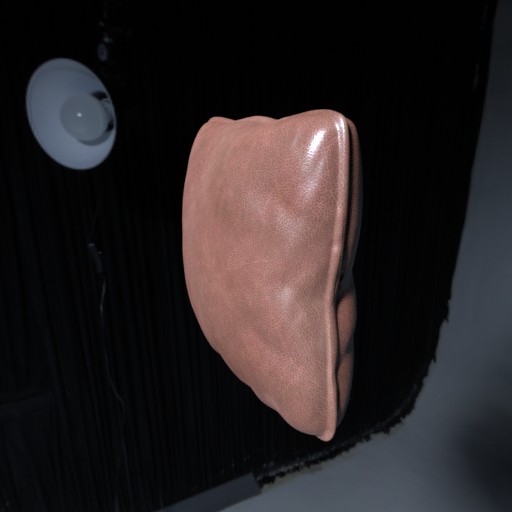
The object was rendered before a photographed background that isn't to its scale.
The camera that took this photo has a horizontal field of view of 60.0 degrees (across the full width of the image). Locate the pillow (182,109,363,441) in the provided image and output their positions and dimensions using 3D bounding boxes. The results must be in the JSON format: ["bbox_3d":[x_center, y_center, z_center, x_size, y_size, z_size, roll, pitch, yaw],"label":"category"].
[{"bbox_3d":[0.000,0.000,0.857,0.236,0.523,0.532,-8,18,-25],"label":"pillow"}]
